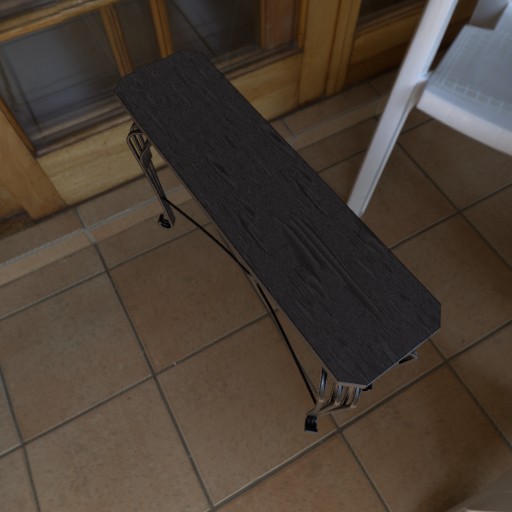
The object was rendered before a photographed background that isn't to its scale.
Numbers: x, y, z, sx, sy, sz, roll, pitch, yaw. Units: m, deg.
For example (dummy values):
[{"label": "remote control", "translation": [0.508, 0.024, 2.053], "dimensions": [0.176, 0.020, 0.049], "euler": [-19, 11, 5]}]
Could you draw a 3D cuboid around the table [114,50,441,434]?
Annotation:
[{"label": "table", "translation": [0.000, 0.000, 1.474], "dimensions": [0.329, 0.800, 1.112], "euler": [-32, 67, -15]}]
